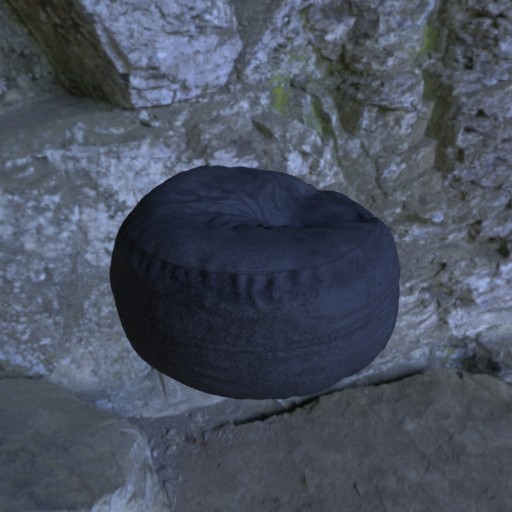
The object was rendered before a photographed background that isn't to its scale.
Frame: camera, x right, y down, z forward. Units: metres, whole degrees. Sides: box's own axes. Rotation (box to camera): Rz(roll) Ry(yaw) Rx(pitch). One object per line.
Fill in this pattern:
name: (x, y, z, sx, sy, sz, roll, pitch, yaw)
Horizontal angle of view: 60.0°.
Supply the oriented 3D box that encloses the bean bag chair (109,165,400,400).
bean bag chair: (0.000, 0.000, 2.402, 1.525, 0.751, 1.525, 0, 30, 0)
